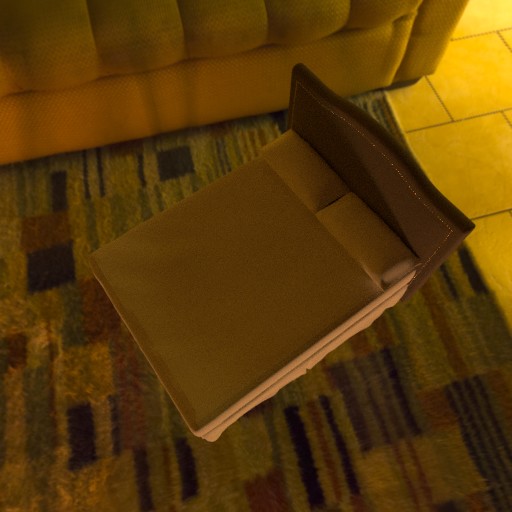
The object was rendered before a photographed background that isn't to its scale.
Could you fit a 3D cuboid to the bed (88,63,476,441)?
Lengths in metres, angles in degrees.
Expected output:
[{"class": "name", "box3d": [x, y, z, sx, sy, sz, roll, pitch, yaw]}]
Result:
[{"class": "bed", "box3d": [0.000, 0.000, 3.171, 2.036, 1.387, 1.666, -33, 69, -15]}]
